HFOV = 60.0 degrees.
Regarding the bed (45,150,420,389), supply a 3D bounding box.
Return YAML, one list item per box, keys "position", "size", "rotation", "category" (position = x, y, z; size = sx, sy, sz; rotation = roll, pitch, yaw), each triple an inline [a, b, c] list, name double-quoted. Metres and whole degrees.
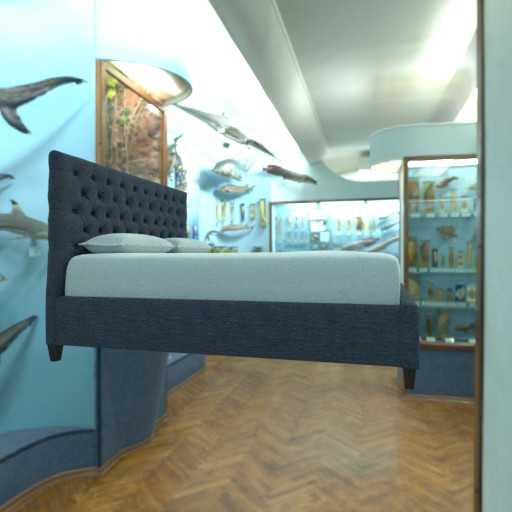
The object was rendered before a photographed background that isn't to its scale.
- position: [0.000, 0.000, 3.642]
  size: [2.387, 1.427, 2.078]
  rotation: [0, 0, 16]
  category: "bed"
